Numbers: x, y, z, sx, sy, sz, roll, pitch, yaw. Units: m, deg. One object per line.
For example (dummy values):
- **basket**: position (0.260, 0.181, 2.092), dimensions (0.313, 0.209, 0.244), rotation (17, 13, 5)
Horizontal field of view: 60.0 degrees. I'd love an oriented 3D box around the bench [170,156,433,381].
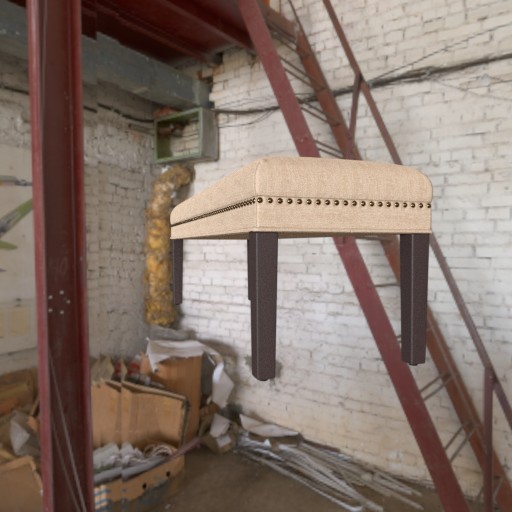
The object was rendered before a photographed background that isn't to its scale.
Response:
- **bench**: position (0.000, 0.000, 1.473), dimensions (0.410, 0.457, 1.219), rotation (0, 2, -18)
